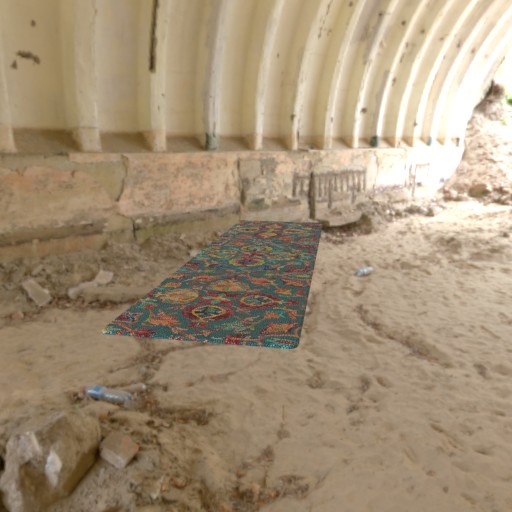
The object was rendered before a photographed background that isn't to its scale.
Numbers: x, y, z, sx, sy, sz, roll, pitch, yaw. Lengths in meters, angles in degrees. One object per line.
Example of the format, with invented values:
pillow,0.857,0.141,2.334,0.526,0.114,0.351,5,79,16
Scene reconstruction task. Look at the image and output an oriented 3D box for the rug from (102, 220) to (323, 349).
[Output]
rug,0.000,0.000,2.556,0.686,0.013,2.286,3,15,10
